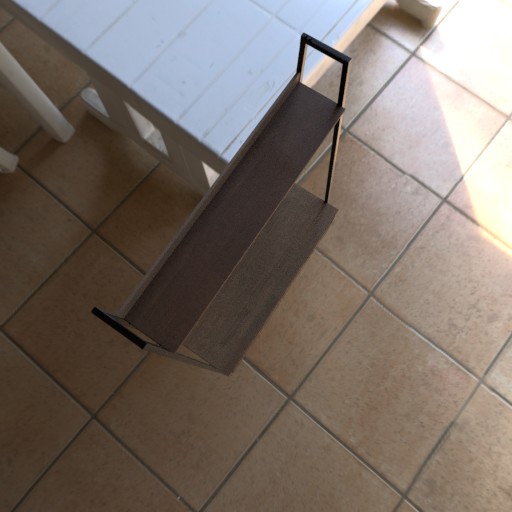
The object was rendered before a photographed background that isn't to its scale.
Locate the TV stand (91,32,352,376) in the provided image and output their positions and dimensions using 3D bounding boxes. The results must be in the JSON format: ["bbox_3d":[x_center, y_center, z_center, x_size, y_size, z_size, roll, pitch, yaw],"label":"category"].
[{"bbox_3d":[0.000,0.000,2.342,0.432,1.772,1.250,33,78,8],"label":"TV stand"}]
